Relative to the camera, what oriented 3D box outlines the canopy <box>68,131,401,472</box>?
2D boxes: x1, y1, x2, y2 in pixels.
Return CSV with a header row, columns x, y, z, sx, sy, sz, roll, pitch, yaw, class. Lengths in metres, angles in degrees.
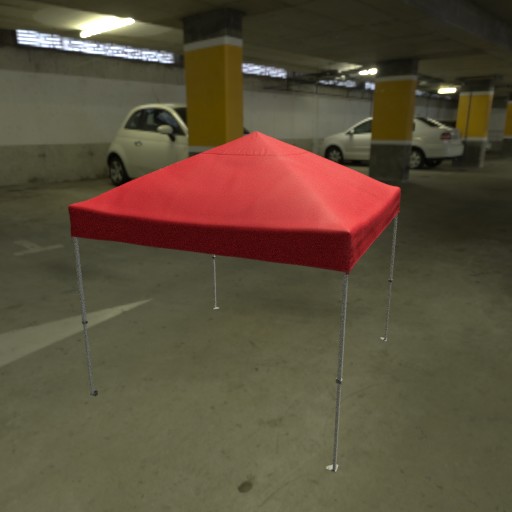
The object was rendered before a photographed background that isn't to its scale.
x,y,z,sx,sy,sz,roll,pitch,yaw,class
0.000,0.000,5.532,2.998,2.997,2.996,7,17,24,canopy
